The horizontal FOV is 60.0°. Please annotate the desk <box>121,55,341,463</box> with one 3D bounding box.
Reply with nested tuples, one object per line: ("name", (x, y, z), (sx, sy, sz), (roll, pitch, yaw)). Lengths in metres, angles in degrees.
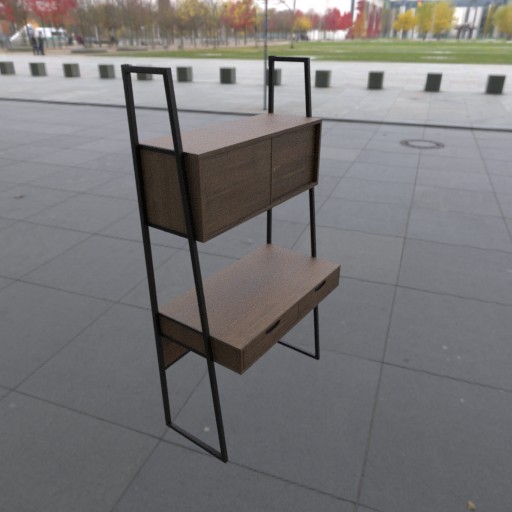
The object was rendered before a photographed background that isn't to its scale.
("desk", (0.000, 0.000, 2.237), (0.515, 1.809, 0.982), (18, 31, 31))
